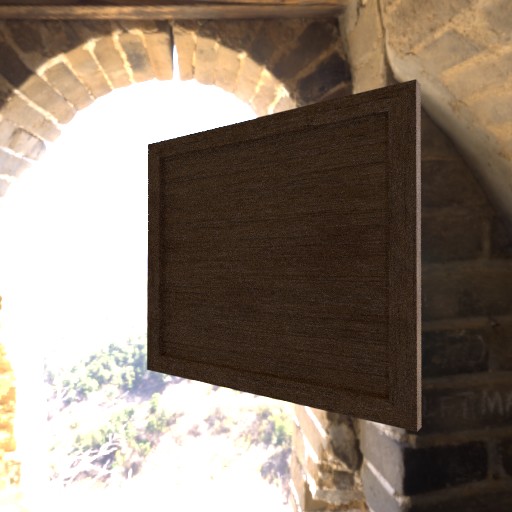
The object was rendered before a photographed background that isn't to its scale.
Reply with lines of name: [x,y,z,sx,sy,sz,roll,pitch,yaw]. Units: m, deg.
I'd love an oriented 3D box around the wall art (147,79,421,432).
wall art: [0.000,0.000,0.957,0.690,0.588,0.026,0,-1,37]
